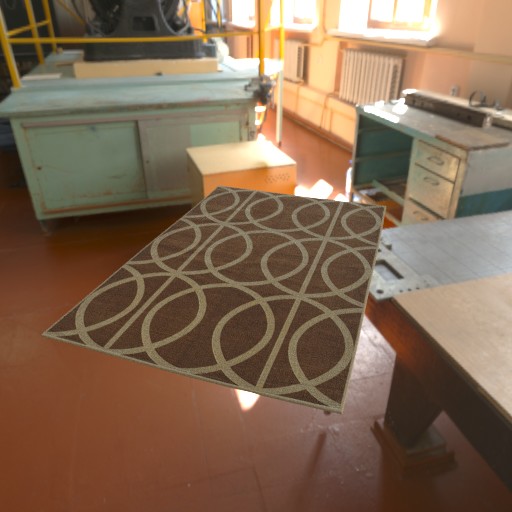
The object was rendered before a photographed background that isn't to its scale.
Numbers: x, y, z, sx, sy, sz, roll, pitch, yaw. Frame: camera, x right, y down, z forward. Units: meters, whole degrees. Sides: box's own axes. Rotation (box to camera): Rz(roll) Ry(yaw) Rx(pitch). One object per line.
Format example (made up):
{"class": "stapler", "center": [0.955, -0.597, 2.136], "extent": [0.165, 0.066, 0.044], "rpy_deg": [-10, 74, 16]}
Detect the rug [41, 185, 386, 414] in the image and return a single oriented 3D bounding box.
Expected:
{"class": "rug", "center": [0.000, 0.000, 2.952], "extent": [1.526, 0.014, 2.290], "rpy_deg": [9, 31, 16]}
